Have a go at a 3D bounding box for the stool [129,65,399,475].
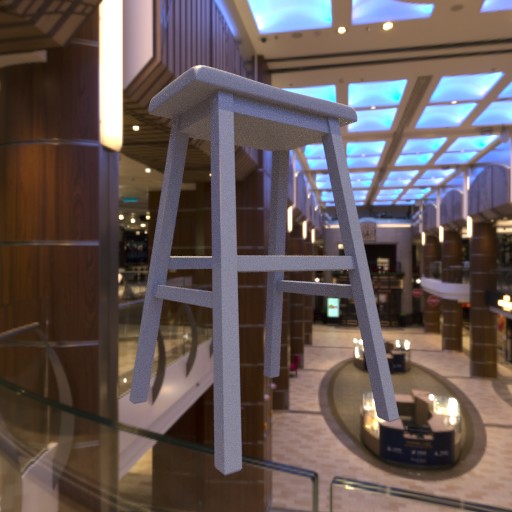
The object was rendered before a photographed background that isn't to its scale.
[{"bbox_3d":[0.000,0.000,1.067,0.457,0.737,0.476,0,0,-35],"label":"stool"}]
